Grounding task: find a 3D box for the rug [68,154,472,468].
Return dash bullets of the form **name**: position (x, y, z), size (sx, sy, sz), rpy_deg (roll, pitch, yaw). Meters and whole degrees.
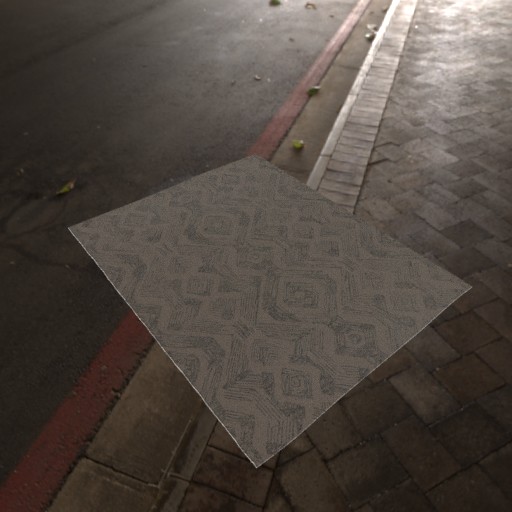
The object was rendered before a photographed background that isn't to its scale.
- **rug**: position (0.000, 0.000, 4.152), size (2.430, 0.030, 3.054), rpy_deg (-28, 49, -28)
